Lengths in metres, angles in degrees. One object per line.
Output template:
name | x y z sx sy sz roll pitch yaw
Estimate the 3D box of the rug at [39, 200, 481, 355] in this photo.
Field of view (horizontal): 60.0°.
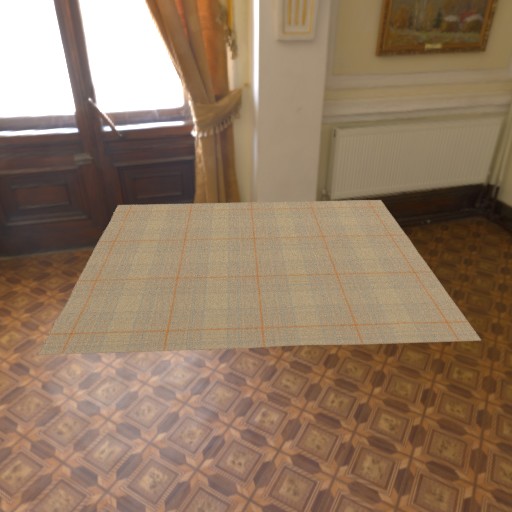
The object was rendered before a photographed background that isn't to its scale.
rug | 0.000 0.000 4.091 3.051 0.021 2.448 -1 31 -2
